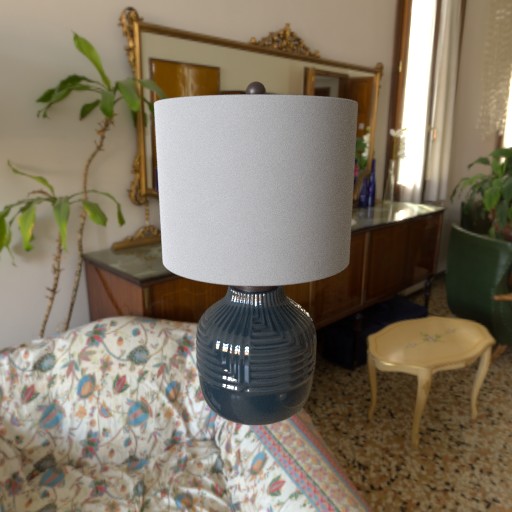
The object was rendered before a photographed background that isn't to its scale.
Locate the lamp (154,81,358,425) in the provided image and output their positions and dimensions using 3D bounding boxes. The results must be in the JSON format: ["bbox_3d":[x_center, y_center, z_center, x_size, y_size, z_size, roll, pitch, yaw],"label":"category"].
[{"bbox_3d":[0.000,0.000,0.769,0.318,0.567,0.318,0,15,0],"label":"lamp"}]
